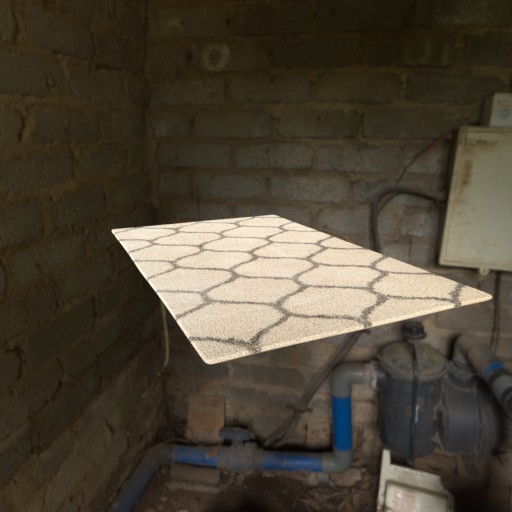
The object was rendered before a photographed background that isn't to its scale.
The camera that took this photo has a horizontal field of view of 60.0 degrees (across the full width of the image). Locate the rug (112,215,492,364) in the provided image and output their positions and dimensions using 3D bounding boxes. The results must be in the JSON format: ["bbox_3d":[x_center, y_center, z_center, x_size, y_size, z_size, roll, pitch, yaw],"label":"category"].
[{"bbox_3d":[0.000,0.000,2.904,1.501,0.024,2.348,-7,18,-24],"label":"rug"}]
